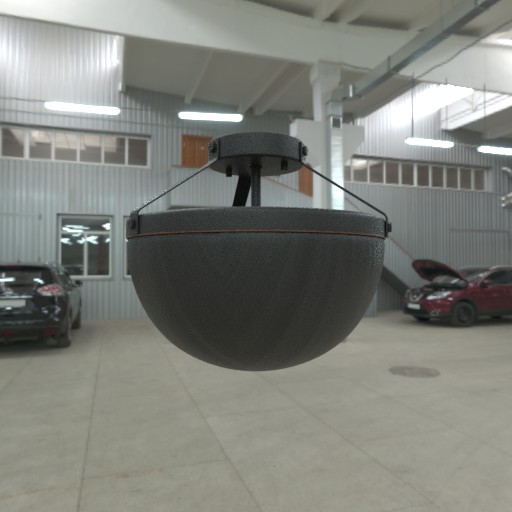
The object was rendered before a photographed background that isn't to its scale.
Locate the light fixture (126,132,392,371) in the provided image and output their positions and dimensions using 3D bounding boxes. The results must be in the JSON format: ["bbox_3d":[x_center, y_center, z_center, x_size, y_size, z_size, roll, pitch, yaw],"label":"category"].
[{"bbox_3d":[0.000,0.000,0.538,0.304,0.269,0.304,0,-1,0],"label":"light fixture"}]
